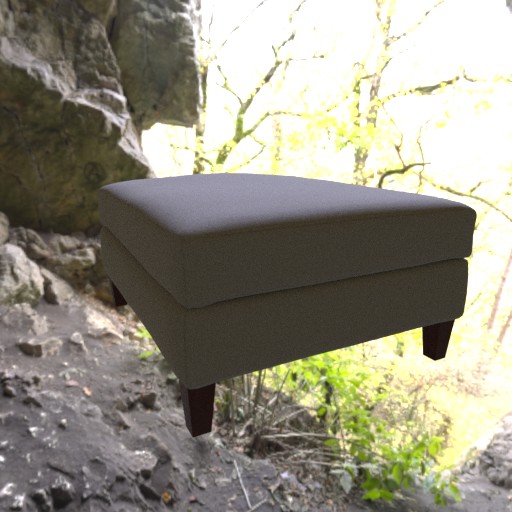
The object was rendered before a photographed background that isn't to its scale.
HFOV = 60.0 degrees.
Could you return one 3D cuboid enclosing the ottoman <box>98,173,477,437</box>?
[{"bbox_3d":[0.000,0.000,1.429,0.836,0.492,0.976,-8,17,-27],"label":"ottoman"}]
